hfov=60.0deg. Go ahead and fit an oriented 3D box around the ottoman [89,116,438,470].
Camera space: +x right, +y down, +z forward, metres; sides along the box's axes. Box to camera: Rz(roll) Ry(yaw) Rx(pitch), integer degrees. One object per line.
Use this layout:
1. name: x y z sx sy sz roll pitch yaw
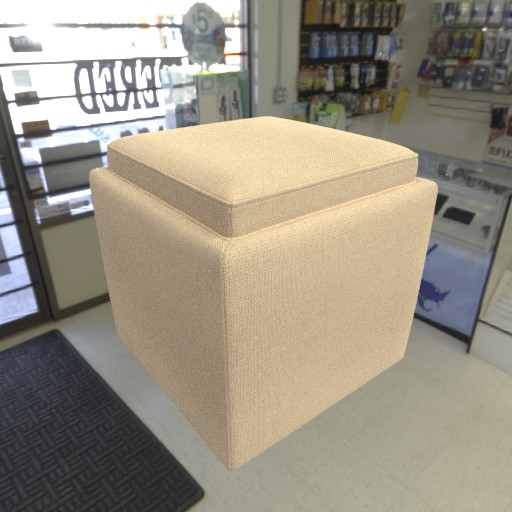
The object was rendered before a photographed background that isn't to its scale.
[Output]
1. ottoman: 0.000 0.000 0.839 0.450 0.460 0.451 -20 33 -33
